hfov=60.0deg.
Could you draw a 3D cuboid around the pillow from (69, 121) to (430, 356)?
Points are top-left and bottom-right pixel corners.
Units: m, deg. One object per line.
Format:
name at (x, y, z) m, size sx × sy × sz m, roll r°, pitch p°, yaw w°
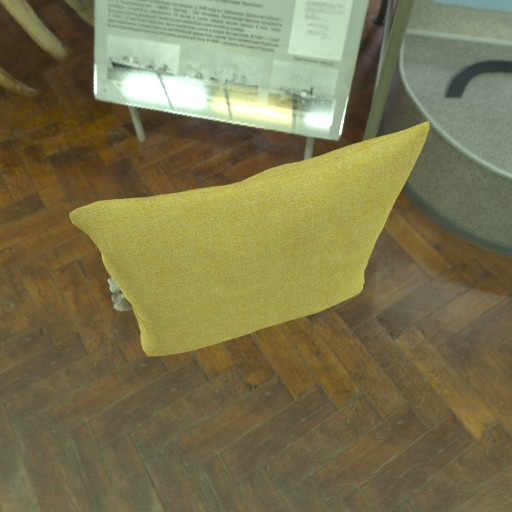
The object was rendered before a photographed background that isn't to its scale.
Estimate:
pillow at (0.000, 0.000, 0.750) m, size 0.485 × 0.481 × 0.167 m, roll -16°, pitch 60°, yaw -9°
